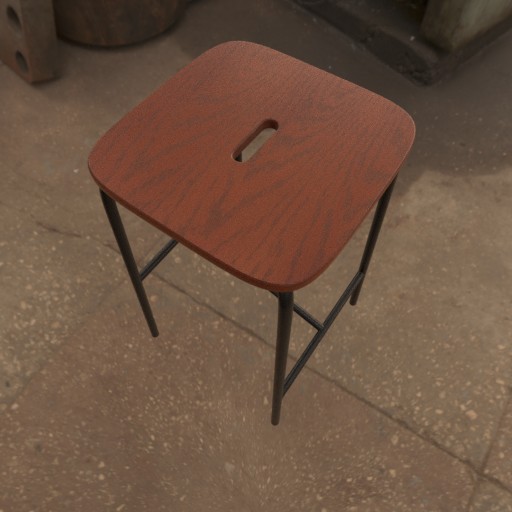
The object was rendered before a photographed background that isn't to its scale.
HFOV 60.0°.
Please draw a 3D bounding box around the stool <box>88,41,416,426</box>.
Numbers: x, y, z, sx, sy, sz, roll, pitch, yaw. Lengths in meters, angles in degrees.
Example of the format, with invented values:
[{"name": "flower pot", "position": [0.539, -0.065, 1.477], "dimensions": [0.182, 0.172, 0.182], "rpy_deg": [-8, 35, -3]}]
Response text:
[{"name": "stool", "position": [0.000, 0.000, 0.858], "dimensions": [0.376, 0.610, 0.376], "rpy_deg": [31, 64, 17]}]
